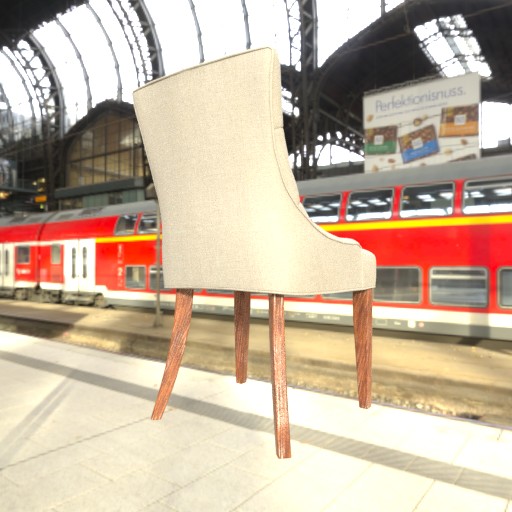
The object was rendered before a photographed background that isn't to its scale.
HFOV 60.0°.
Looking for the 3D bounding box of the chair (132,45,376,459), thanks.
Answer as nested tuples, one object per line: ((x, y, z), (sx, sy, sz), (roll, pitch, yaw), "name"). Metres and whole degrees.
((0.000, 0.000, 1.227), (0.509, 0.874, 0.565), (0, -1, 35), "chair")
